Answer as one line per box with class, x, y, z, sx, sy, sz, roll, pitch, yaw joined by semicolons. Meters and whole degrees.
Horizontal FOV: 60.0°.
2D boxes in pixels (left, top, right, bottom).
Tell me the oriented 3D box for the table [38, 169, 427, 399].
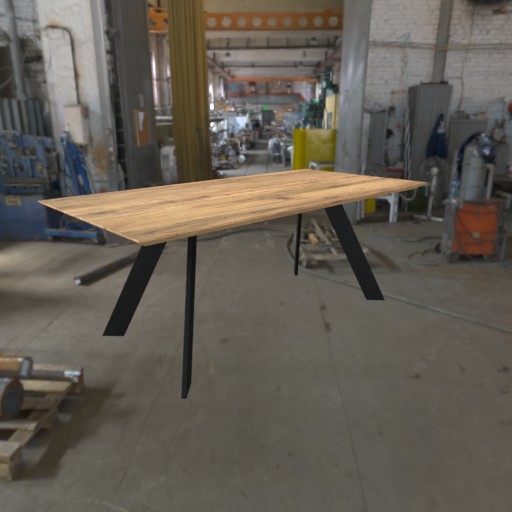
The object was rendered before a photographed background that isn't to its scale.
table;0.000;0.000;2.598;2.000;0.770;1.000;-16;23;-40
